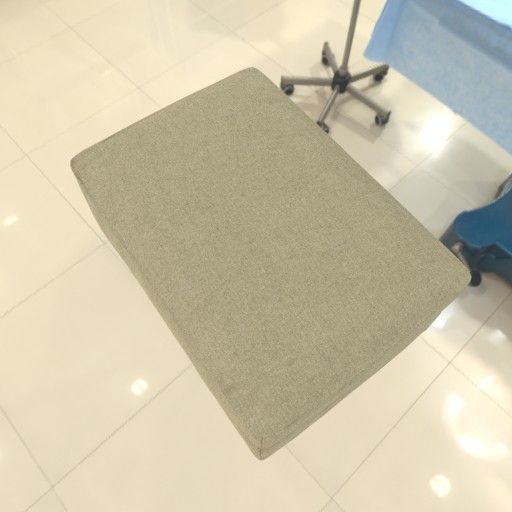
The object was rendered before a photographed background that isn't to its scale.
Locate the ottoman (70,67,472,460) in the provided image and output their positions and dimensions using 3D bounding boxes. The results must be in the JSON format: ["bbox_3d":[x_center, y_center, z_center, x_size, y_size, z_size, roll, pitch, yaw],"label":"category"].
[{"bbox_3d":[0.000,0.000,1.211,0.611,0.508,0.848,-33,68,-16],"label":"ottoman"}]
